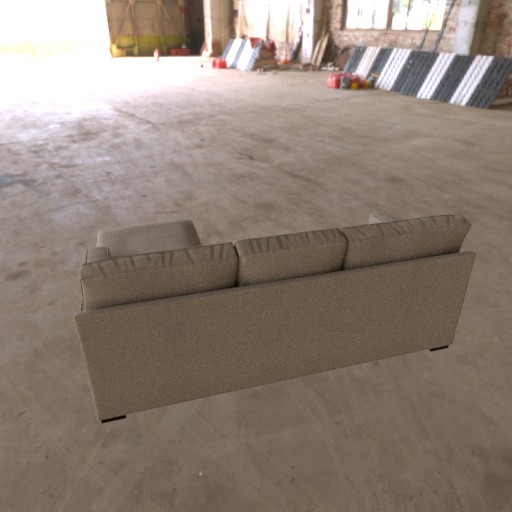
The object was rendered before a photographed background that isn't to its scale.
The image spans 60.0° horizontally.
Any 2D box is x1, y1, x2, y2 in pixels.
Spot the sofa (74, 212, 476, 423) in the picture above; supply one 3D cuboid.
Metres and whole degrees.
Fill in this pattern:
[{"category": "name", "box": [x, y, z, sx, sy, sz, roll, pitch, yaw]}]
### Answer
[{"category": "sofa", "box": [0.000, 0.000, 2.902, 2.087, 0.861, 1.496, -8, 29, -14]}]
